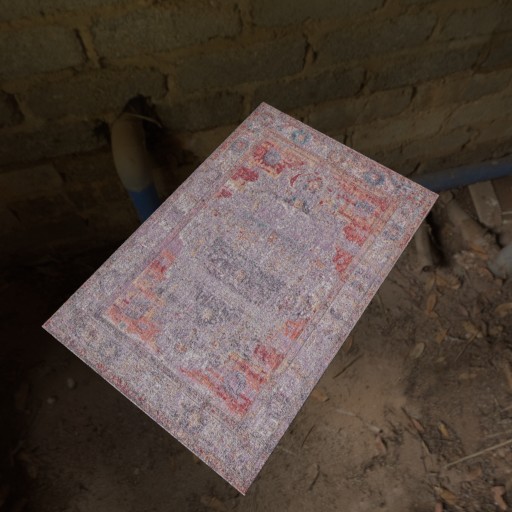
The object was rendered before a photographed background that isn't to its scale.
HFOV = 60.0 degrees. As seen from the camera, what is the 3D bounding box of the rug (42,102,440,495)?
[{"bbox_3d":[0.000,0.000,2.308,1.219,0.005,1.829,33,67,16],"label":"rug"}]
